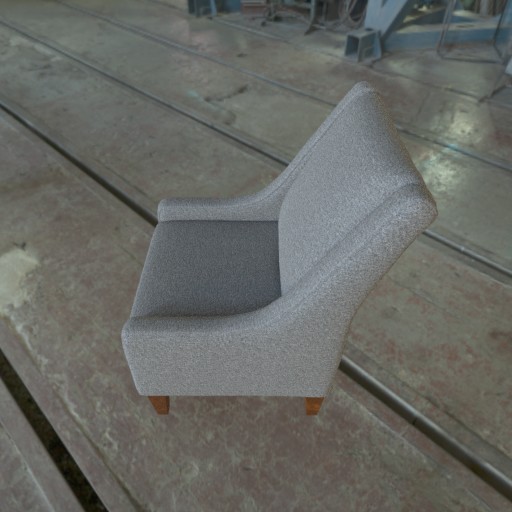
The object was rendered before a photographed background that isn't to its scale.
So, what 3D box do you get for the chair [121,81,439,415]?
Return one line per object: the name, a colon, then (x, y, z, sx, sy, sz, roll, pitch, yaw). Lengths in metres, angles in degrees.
chair: (0.000, 0.000, 1.625, 0.870, 1.016, 0.774, 0, 42, 0)
